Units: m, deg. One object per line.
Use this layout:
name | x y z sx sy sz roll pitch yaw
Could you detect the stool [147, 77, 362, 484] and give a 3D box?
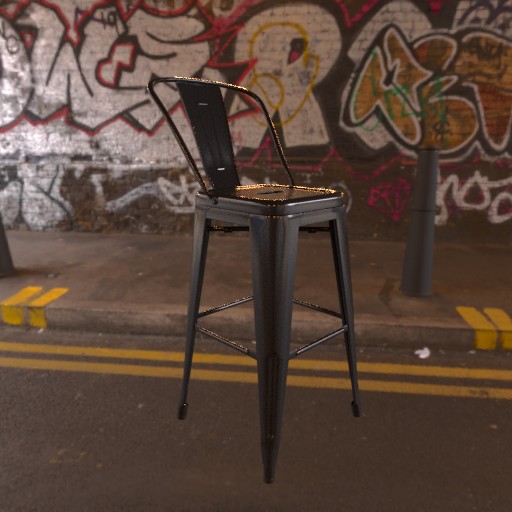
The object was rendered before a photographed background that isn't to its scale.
stool | 0.000 0.000 1.306 0.432 1.022 0.528 -14 20 -43
